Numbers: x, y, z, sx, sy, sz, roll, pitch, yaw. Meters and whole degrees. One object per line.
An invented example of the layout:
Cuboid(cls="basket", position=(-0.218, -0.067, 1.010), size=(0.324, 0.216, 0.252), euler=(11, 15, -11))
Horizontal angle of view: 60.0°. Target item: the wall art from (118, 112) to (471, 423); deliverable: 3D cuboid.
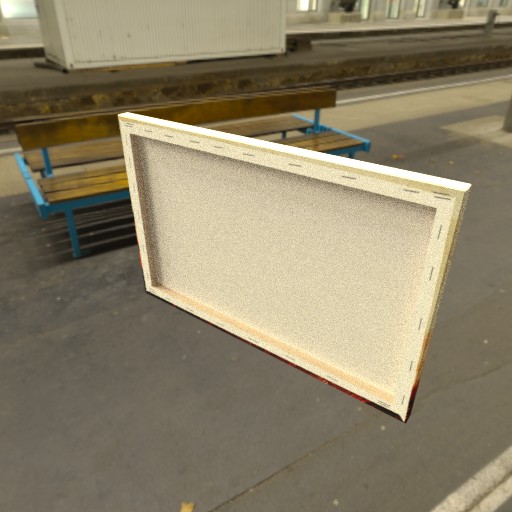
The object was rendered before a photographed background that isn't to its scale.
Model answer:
Cuboid(cls="wall art", position=(0.000, 0.000, 1.156), size=(0.918, 0.602, 0.038), euler=(20, 36, 30))
